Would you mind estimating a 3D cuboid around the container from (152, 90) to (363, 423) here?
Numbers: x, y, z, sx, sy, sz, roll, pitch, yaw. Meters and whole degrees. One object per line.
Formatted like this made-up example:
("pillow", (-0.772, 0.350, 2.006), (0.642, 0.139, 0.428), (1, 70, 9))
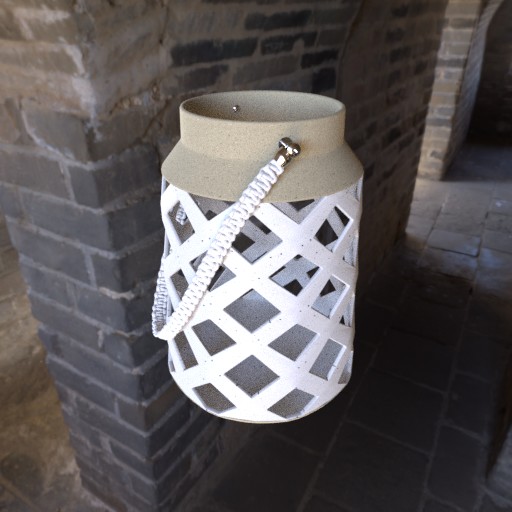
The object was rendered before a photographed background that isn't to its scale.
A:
("container", (0.000, 0.000, 0.400), (0.198, 0.264, 0.188), (-9, 31, -15))
